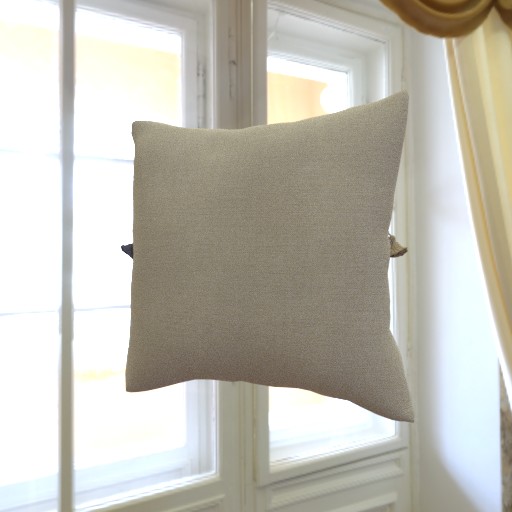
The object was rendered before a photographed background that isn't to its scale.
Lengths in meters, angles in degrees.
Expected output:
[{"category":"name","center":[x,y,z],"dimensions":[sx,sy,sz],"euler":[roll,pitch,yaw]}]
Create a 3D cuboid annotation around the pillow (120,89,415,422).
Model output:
[{"category":"pillow","center":[0.000,0.000,0.729],"dimensions":[0.489,0.481,0.165],"euler":[0,0,19]}]
